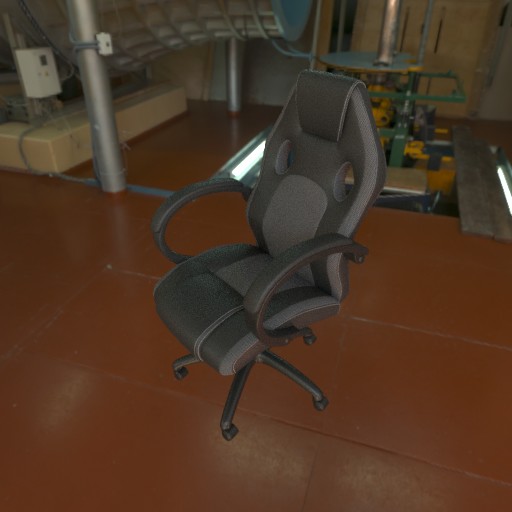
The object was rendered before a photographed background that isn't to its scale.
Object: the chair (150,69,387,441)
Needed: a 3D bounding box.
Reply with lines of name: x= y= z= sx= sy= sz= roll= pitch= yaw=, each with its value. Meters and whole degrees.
chair: x=0.000 y=0.000 z=1.619 sx=0.724 sy=1.187 sz=0.673 roll=-22 pitch=38 yaw=-31
